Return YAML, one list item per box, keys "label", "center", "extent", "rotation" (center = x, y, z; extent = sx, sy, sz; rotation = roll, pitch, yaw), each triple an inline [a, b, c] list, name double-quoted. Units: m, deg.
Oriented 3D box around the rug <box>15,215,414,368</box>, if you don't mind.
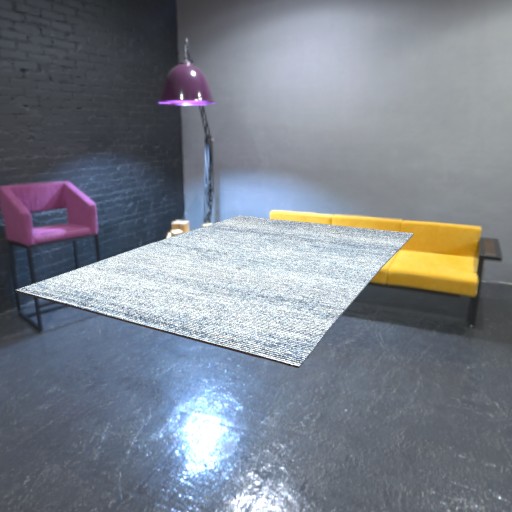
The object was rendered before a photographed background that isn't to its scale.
- label: "rug"
  center: [0.000, 0.000, 2.944]
  extent: [1.624, 0.030, 2.349]
  rotation: [9, 18, 27]
